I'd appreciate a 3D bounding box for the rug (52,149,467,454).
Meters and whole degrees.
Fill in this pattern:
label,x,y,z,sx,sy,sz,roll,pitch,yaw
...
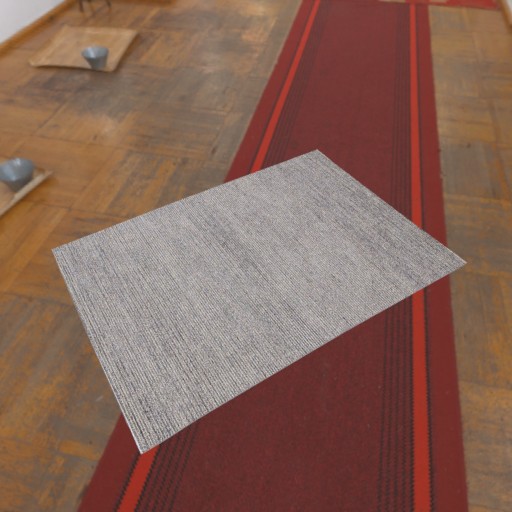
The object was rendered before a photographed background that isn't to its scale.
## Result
label,x,y,z,sx,sy,sz,roll,pitch,yaw
rug,0.000,0.000,2.980,2.307,0.030,1.604,-25,51,-22
